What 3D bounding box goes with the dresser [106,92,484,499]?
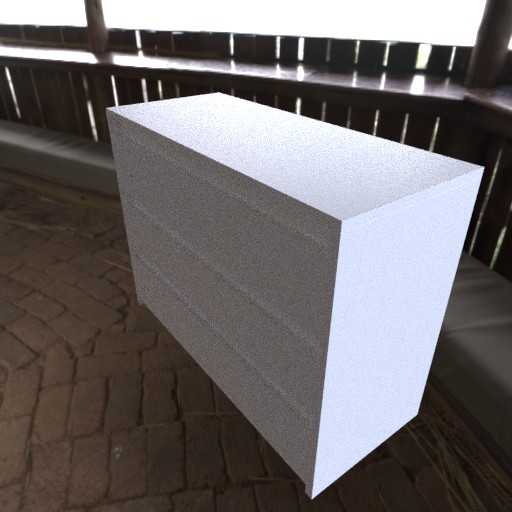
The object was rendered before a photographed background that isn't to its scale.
[{"bbox_3d":[0.000,0.000,1.465,0.460,0.820,1.100,-21,36,-31],"label":"dresser"}]
